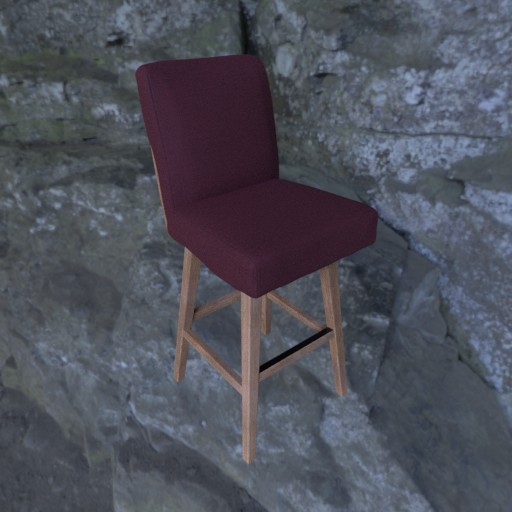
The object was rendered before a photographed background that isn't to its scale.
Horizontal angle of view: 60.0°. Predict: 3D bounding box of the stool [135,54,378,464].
[{"bbox_3d":[0.000,0.000,1.379,0.468,1.093,0.562,-22,37,-33],"label":"stool"}]
